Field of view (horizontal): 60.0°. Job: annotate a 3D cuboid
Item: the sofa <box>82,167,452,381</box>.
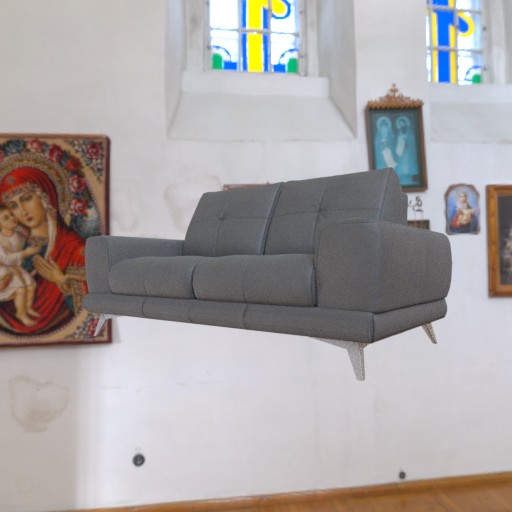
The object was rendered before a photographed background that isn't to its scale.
[{"bbox_3d":[0.000,0.000,2.415,1.806,0.907,1.018,-1,-1,37],"label":"sofa"}]
